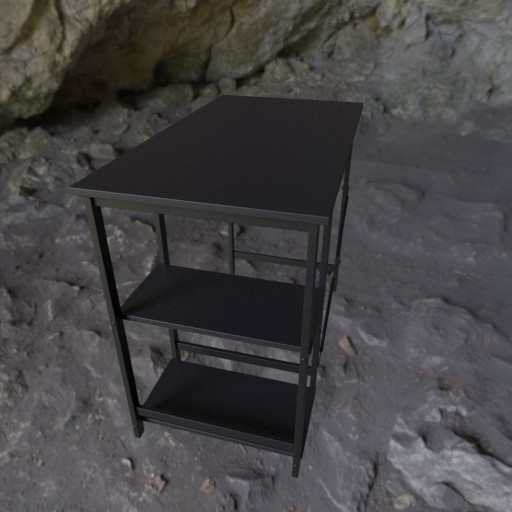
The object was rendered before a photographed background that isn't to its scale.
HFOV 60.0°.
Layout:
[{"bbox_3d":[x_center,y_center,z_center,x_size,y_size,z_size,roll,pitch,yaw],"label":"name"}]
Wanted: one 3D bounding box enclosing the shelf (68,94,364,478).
[{"bbox_3d":[0.000,0.000,1.354,0.498,0.749,0.902,8,32,13],"label":"shelf"}]
